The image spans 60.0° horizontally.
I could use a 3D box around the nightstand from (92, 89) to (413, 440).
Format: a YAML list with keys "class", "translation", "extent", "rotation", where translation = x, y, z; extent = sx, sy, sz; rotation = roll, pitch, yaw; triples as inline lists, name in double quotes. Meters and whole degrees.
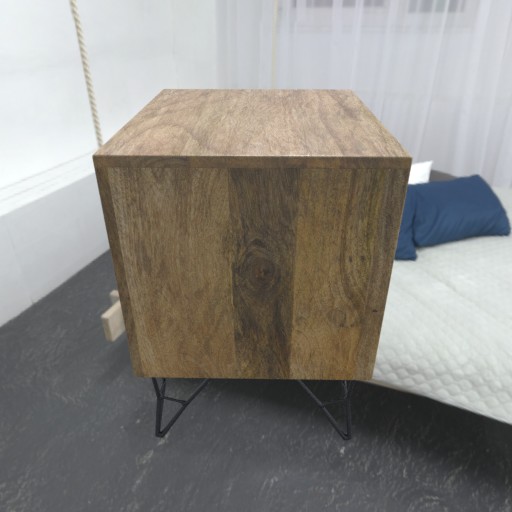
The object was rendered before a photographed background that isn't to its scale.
- class: "nightstand"
  translation: [0.000, 0.000, 0.892]
  extent: [0.406, 0.559, 0.457]
  rotation: [1, 30, 1]
